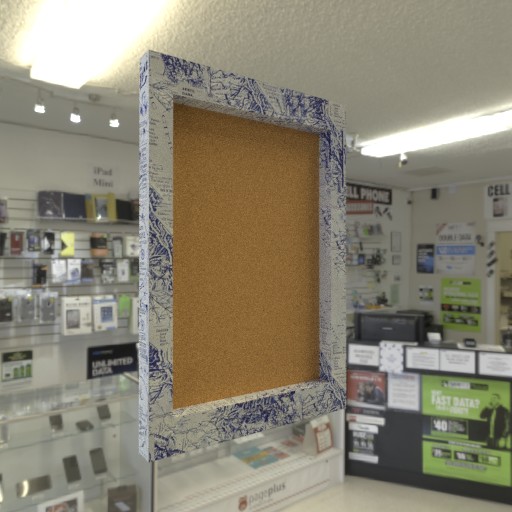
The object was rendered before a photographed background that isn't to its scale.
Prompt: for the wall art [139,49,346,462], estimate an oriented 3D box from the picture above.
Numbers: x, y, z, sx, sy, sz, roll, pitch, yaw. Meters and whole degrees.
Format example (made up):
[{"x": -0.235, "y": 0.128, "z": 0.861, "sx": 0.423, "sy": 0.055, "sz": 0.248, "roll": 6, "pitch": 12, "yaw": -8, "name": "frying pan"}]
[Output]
[{"x": 0.000, "y": 0.000, "z": 0.777, "sx": 0.408, "sy": 0.601, "sz": 0.040, "roll": 0, "pitch": 0, "yaw": -35, "name": "wall art"}]
